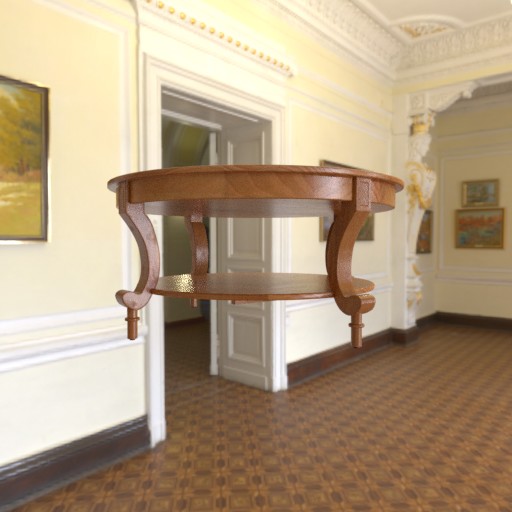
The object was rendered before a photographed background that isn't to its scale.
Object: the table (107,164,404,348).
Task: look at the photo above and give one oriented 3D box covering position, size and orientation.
[{"bbox_3d":[0.000,0.000,1.617,1.029,0.490,1.029,0,2,0],"label":"table"}]
